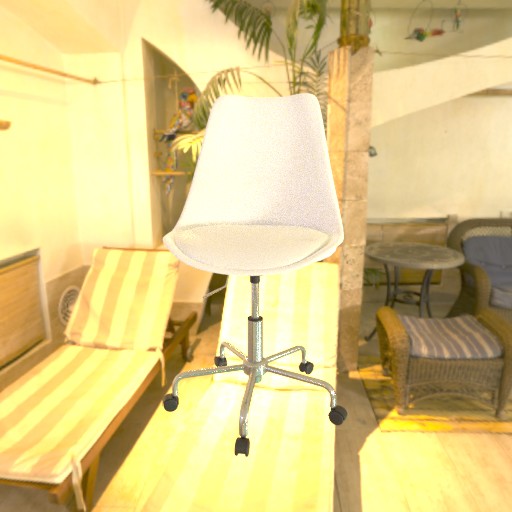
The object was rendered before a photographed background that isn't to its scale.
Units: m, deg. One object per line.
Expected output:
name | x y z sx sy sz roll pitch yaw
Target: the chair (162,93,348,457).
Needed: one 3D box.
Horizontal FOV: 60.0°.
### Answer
chair | 0.000 0.000 1.270 0.550 0.930 0.550 2 14 8
